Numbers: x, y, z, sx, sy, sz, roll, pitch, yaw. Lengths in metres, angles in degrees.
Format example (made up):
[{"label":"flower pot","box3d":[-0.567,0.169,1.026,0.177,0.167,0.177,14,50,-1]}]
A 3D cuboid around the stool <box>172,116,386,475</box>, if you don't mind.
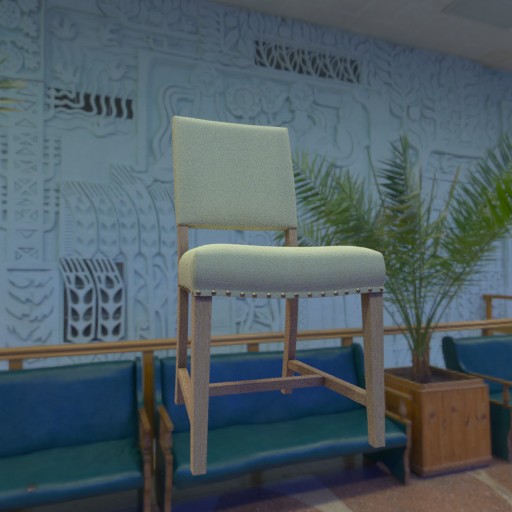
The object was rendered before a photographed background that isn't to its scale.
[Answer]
[{"label":"stool","box3d":[0.000,0.000,1.352,0.508,0.986,0.623,0,-1,-19]}]
